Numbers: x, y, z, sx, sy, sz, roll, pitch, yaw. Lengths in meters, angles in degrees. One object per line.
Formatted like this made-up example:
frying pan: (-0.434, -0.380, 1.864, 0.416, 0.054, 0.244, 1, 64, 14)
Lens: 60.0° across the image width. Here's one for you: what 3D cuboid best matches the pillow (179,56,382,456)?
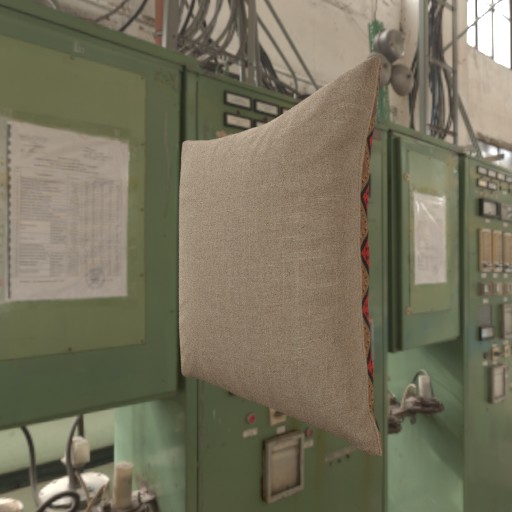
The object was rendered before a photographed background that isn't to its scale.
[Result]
pillow: (0.000, 0.000, 0.762, 0.158, 0.511, 0.513, 1, -2, -37)
